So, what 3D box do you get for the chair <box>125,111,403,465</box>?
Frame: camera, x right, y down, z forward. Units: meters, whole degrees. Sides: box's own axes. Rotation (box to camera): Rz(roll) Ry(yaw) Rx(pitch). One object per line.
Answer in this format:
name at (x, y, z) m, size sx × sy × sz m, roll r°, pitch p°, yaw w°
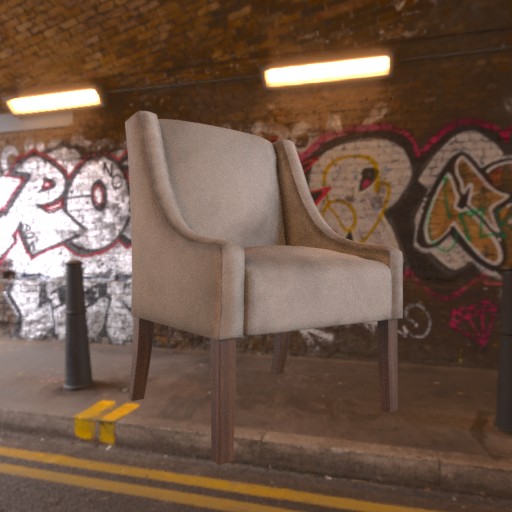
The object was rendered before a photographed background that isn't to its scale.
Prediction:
chair at (0.000, 0.000, 1.348) m, size 0.629 × 0.895 × 0.629 m, roll 1°, pitch -1°, yaw -35°
